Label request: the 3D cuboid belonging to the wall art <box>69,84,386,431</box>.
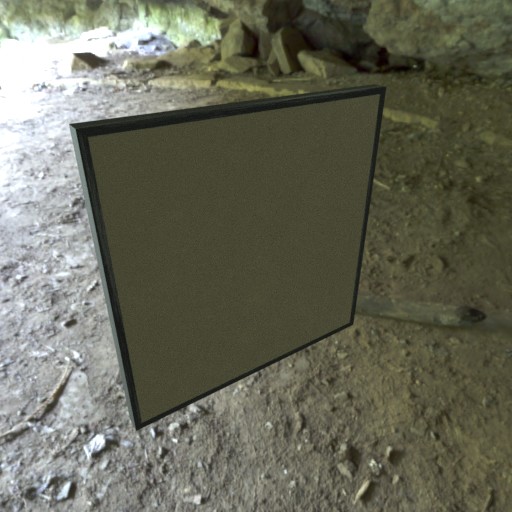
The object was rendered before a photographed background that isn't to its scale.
[{"bbox_3d":[0.000,0.000,1.135,0.762,0.758,0.043,-19,35,-29],"label":"wall art"}]
